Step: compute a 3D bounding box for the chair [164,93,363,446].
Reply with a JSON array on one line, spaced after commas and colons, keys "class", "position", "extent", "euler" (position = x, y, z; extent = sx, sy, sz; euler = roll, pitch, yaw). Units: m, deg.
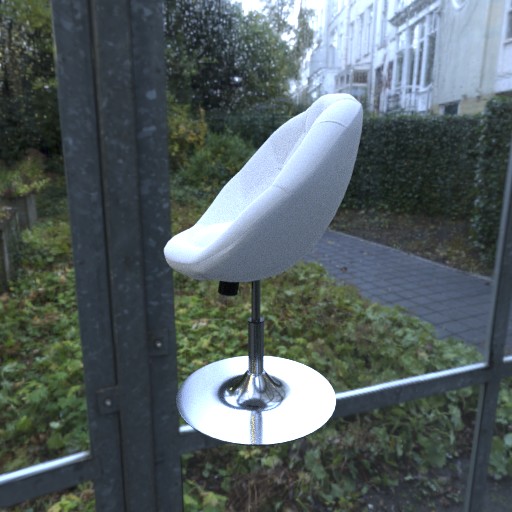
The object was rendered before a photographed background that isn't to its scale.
[{"class": "chair", "position": [0.000, 0.000, 1.814], "extent": [0.736, 1.261, 0.940], "euler": [-2, 14, -8]}]
